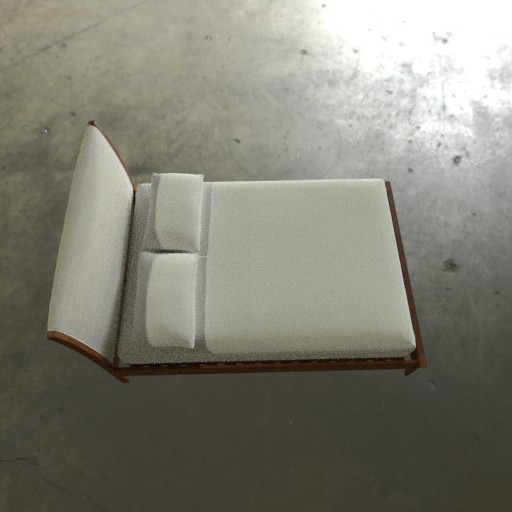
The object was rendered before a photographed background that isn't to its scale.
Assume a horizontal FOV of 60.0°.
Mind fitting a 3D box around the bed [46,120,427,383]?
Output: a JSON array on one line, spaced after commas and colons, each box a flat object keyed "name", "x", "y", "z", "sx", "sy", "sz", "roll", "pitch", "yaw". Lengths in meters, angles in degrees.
[{"name": "bed", "x": 0.000, "y": 0.000, "z": 3.306, "sx": 2.380, "sy": 1.250, "sz": 1.612, "roll": -1, "pitch": 63, "yaw": -1}]
